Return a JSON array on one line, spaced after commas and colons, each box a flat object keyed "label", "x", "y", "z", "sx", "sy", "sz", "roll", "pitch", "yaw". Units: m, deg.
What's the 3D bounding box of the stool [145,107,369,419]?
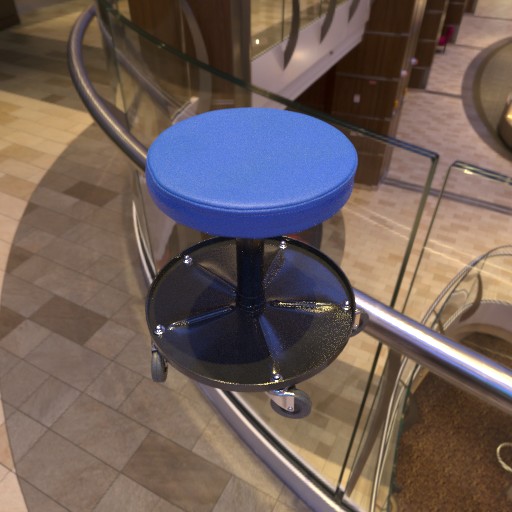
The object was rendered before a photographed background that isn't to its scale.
[{"label": "stool", "x": 0.000, "y": 0.000, "z": 0.684, "sx": 0.382, "sy": 0.365, "sz": 0.381, "roll": -12, "pitch": 42, "yaw": -14}]
